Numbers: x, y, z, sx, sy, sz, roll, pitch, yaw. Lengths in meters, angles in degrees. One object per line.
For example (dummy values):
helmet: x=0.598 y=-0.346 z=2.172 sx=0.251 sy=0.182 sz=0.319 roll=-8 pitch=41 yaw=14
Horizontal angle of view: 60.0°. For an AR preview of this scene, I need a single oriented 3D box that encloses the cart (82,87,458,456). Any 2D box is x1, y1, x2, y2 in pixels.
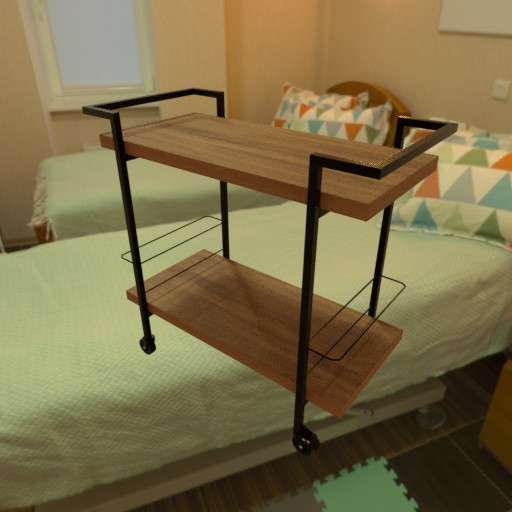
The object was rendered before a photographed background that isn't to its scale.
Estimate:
cart: x=0.000 y=0.000 z=1.226 sx=0.806 sy=0.762 sz=0.406 roll=21 pitch=35 yaw=33
